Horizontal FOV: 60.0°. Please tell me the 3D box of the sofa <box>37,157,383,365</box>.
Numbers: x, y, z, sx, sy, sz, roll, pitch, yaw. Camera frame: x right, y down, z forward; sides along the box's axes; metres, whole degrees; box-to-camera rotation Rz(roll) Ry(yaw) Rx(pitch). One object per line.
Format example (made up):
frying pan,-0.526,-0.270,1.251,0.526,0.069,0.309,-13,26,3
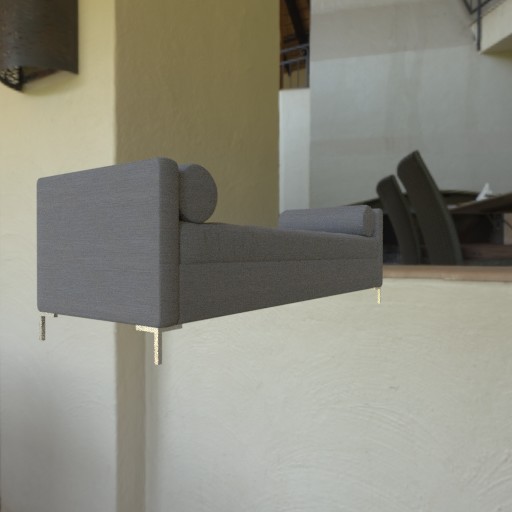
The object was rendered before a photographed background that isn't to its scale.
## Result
sofa,0.000,0.000,2.313,0.686,0.635,1.981,0,1,35
